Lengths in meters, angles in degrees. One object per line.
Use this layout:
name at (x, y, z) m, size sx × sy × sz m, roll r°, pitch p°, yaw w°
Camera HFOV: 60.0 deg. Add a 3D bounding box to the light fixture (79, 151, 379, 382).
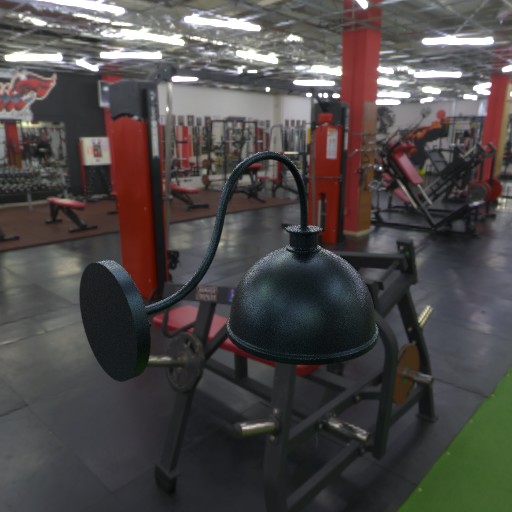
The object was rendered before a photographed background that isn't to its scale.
light fixture at (0.000, 0.000, 0.642) m, size 0.467 × 0.295 × 0.253 m, roll -14°, pitch 20°, yaw -42°
